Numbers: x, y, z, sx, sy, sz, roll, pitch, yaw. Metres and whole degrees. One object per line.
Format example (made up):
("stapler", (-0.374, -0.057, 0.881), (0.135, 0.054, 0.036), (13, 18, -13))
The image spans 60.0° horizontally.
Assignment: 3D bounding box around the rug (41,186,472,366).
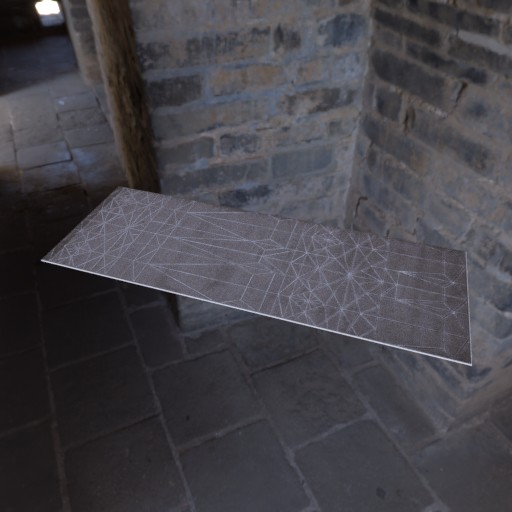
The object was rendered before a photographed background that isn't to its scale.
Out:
("rug", (0.000, 0.000, 2.648), (2.388, 0.012, 0.864), (12, 42, 14))
